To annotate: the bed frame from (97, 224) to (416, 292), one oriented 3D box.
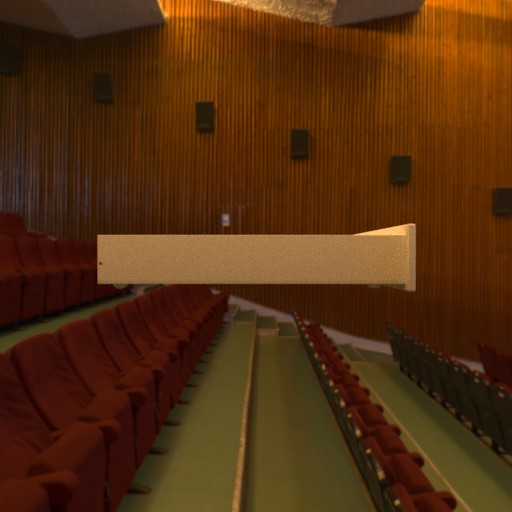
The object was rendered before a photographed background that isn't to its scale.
[{"bbox_3d":[0.000,0.000,1.571,0.670,0.141,1.300,0,0,0],"label":"bed frame"}]
